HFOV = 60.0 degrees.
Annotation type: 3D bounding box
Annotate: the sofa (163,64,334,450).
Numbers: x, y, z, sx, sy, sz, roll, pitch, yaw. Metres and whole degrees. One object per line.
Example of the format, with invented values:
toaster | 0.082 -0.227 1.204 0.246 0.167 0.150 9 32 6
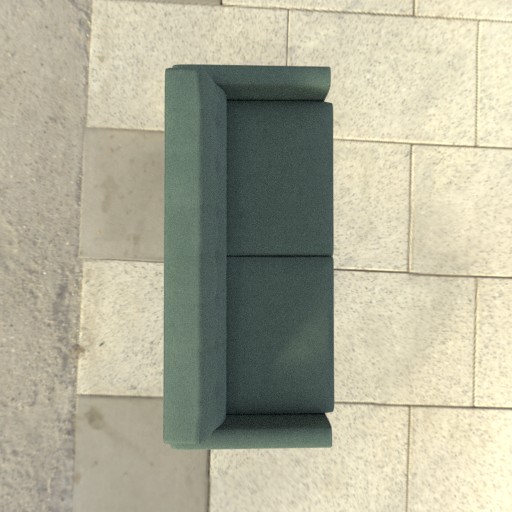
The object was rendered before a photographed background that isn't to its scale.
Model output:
sofa | 0.000 0.000 2.491 0.909 0.841 2.029 0 89 -1
